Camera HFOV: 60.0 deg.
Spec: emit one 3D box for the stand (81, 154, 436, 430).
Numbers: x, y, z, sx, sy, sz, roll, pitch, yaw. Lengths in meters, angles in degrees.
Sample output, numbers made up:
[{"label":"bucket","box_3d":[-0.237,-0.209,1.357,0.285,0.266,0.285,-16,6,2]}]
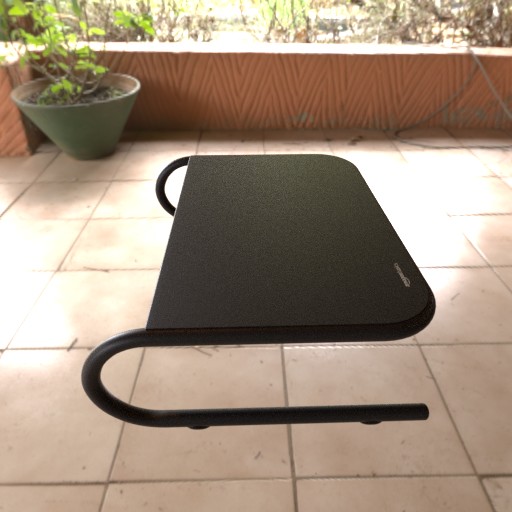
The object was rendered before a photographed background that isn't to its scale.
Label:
[{"label":"stand","box_3d":[0.000,0.000,0.496,0.280,0.108,0.370,-1,33,-2]}]
